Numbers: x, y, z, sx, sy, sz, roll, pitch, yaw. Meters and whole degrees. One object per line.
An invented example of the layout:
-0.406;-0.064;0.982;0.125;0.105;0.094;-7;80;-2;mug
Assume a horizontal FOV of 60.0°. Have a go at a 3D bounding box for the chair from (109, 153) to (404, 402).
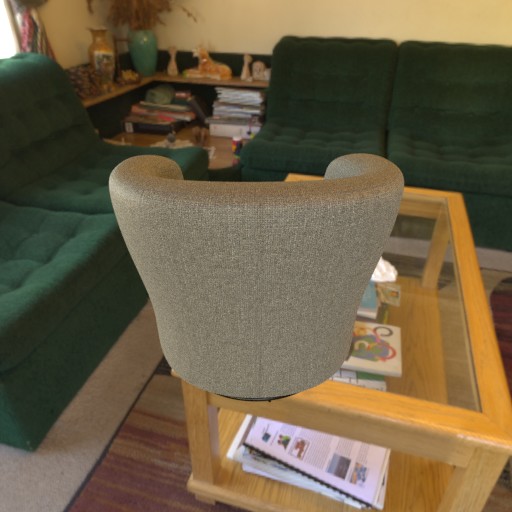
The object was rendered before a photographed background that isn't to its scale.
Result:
0.000;0.000;1.400;0.791;0.771;0.815;-1;33;-1;chair
